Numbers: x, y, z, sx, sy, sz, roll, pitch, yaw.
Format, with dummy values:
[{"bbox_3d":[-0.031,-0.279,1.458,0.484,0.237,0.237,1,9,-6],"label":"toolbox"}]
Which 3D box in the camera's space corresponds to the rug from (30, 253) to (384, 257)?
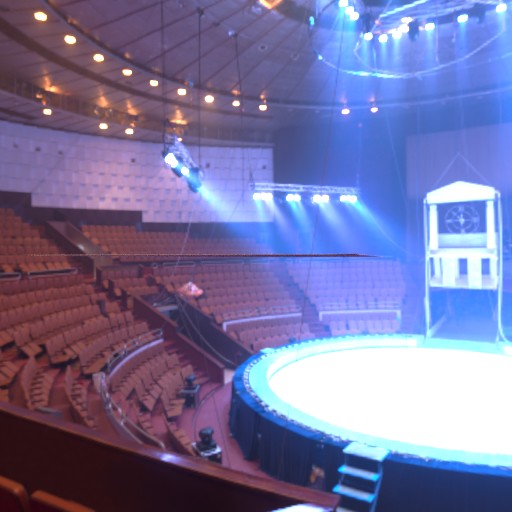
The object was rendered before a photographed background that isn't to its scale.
[{"bbox_3d":[0.000,0.000,2.331,1.223,0.008,1.813,0,0,18],"label":"rug"}]
